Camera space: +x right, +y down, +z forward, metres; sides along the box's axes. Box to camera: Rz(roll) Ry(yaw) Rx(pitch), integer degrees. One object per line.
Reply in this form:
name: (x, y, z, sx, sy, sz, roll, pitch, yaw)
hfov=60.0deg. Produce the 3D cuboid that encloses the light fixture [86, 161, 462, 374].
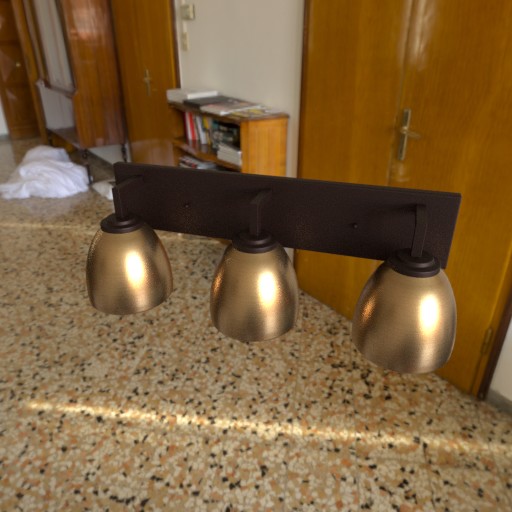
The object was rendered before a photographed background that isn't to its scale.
light fixture: (0.000, 0.000, 0.663, 0.582, 0.204, 0.157, 8, 28, 16)
